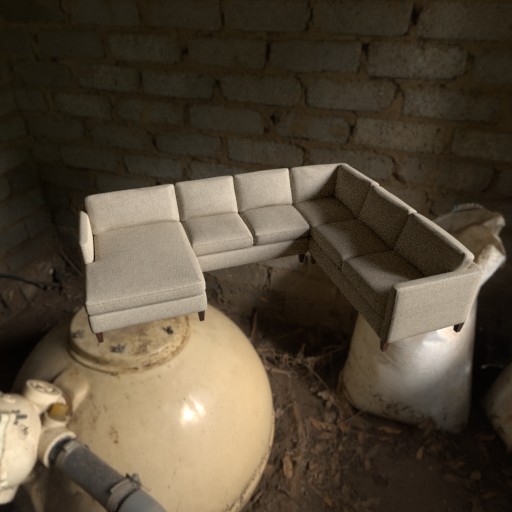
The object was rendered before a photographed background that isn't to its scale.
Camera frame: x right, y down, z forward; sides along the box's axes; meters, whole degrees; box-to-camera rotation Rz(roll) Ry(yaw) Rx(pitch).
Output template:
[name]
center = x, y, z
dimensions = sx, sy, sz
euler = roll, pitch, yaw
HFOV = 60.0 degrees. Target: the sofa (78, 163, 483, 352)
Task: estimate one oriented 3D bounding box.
[sofa]
center = 0.000, 0.000, 4.617
dimensions = 3.460, 0.959, 2.593
euler = -10, 34, -16
